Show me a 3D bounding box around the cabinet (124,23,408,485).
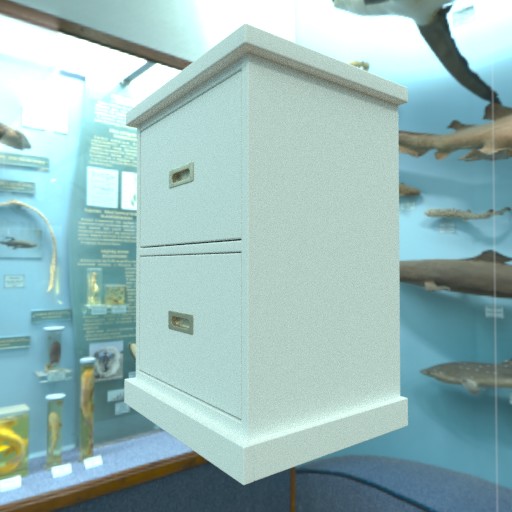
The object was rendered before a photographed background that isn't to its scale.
[{"bbox_3d":[0.000,0.000,1.026,0.431,0.723,0.520,1,-1,-37],"label":"cabinet"}]
